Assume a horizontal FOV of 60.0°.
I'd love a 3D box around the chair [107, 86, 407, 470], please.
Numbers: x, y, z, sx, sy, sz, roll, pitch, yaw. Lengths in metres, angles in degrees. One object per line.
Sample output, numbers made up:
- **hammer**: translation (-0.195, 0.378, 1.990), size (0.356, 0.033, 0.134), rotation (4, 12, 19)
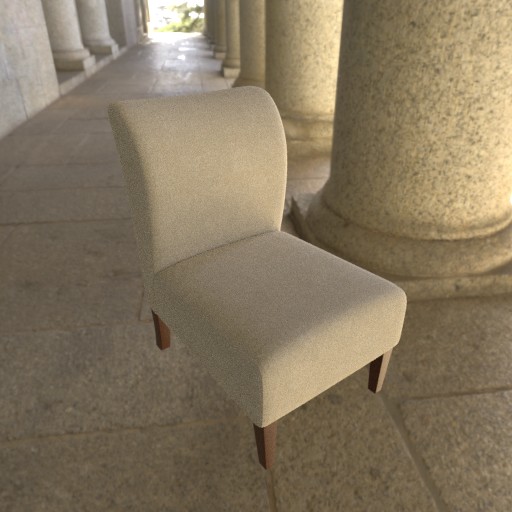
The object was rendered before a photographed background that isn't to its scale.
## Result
- **chair**: translation (0.000, 0.000, 1.319), size (0.521, 0.833, 0.754), rotation (-20, 35, -31)
